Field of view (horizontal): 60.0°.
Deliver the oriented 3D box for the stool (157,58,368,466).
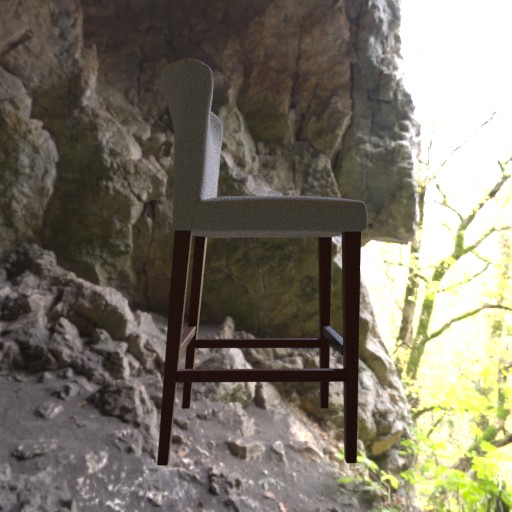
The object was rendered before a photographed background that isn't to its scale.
[{"bbox_3d":[0.000,0.000,1.352,0.568,1.069,0.481,0,0,-1],"label":"stool"}]
